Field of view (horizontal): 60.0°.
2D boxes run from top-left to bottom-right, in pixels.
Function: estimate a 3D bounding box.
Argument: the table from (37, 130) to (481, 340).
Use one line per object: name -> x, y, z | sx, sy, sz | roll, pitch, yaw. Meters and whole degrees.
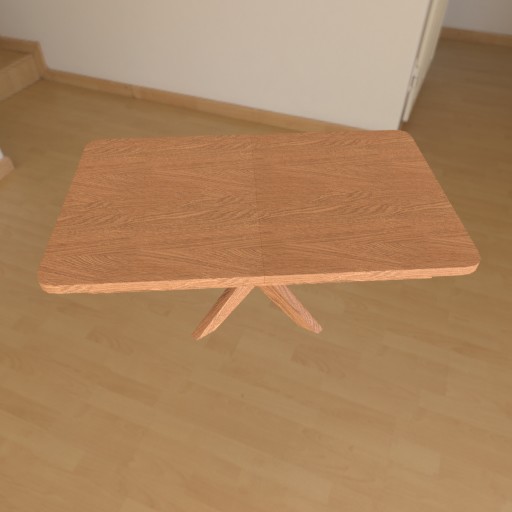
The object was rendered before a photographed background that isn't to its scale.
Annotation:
table -> 0.000, 0.000, 2.161 | 1.600, 0.770, 0.950 | -2, 46, -2
